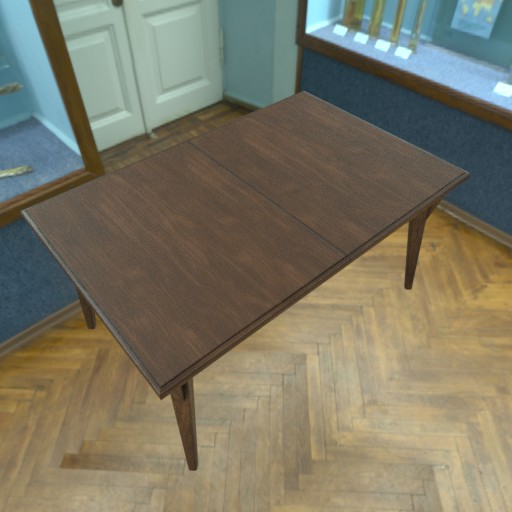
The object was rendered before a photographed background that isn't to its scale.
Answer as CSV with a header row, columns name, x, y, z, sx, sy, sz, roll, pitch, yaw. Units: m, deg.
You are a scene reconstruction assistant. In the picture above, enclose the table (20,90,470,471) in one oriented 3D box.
name,x,y,z,sx,sy,sz,roll,pitch,yaw
table,0.000,0.000,2.044,1.524,0.761,0.990,-32,54,-27
